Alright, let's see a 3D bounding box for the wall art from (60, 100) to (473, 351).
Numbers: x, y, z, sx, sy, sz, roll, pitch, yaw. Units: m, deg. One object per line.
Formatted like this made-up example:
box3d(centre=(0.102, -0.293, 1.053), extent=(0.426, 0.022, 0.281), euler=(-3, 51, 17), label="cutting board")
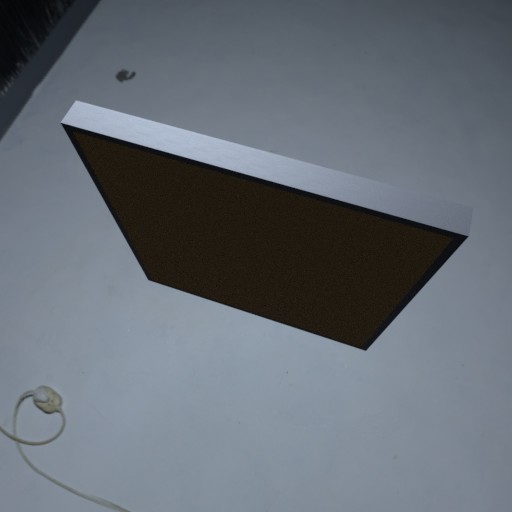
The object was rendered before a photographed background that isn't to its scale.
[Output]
box3d(centre=(0.000, 0.000, 0.761), extent=(0.509, 0.509, 0.040), euler=(17, 65, 8), label="wall art")
